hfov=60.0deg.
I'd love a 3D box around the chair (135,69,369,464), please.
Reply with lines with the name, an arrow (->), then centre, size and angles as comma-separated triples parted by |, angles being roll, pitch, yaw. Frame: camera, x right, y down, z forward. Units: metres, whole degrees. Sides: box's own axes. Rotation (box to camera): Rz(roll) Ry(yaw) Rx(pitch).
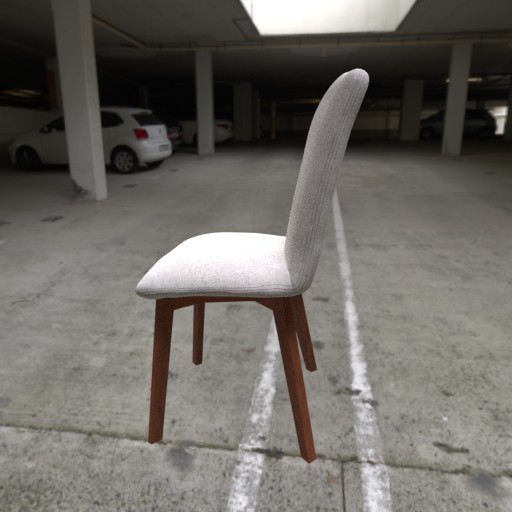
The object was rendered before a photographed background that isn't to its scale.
chair -> 0.000, 0.000, 1.303 | 0.563, 0.974, 0.522 | 2, 15, 8
